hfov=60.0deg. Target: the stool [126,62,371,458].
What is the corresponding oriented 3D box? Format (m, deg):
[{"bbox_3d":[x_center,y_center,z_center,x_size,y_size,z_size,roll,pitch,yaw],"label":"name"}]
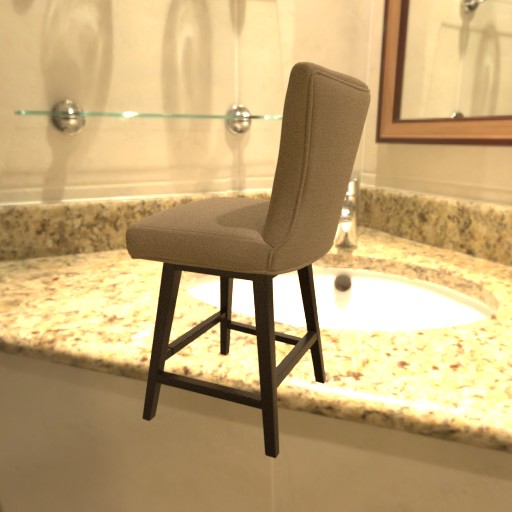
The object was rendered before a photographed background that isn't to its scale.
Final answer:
[{"bbox_3d":[0.000,0.000,1.338,0.574,1.000,0.514,8,17,25],"label":"stool"}]
